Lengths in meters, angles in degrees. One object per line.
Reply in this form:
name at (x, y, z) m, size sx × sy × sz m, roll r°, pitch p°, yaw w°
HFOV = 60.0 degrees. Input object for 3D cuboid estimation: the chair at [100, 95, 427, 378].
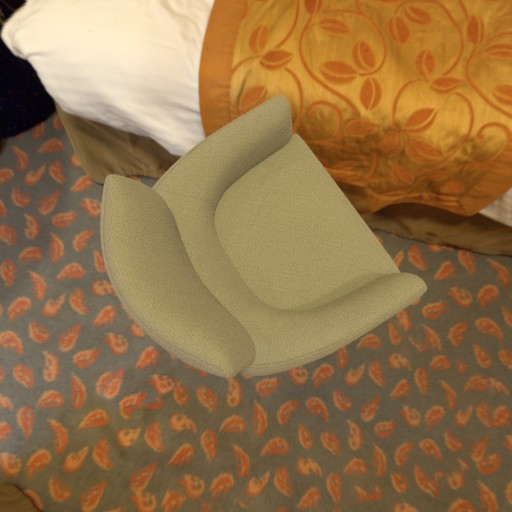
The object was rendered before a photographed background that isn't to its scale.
chair at (0.000, 0.000, 1.399) m, size 0.730 × 0.810 × 0.760 m, roll -32°, pitch 78°, yaw -8°
